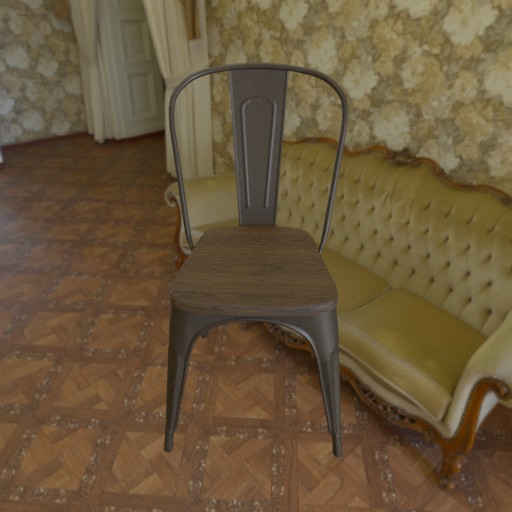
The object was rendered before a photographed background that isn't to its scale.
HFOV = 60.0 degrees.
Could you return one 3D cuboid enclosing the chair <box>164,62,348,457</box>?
[{"bbox_3d":[0.000,0.000,1.125,0.451,0.844,0.532,1,31,2],"label":"chair"}]
